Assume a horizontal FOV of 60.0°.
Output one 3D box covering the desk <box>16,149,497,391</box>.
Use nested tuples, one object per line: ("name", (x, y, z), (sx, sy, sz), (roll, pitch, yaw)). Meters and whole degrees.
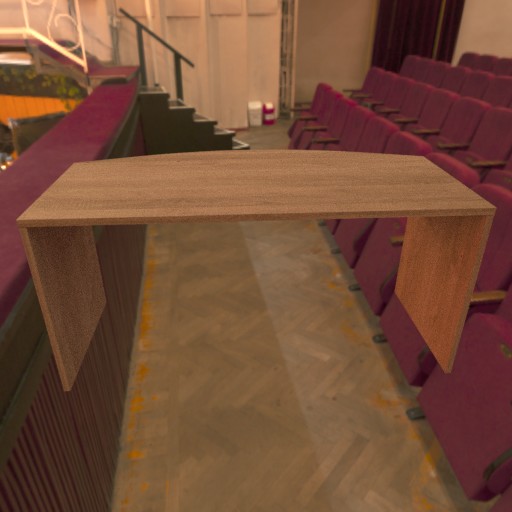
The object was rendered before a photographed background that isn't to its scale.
("desk", (0.000, 0.000, 2.002), (1.600, 0.752, 0.802), (-2, 28, -3))
